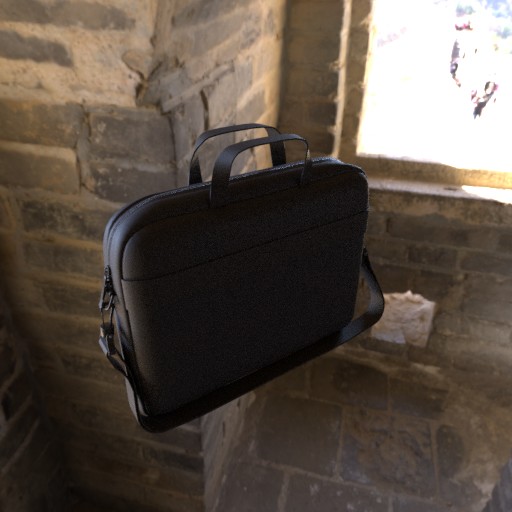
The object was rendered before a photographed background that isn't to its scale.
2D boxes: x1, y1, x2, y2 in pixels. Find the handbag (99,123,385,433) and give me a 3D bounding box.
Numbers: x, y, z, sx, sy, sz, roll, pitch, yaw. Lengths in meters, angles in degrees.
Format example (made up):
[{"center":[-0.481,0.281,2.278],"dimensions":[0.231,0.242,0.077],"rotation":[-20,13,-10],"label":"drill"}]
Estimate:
[{"center":[0.000,0.000,0.584],"dimensions":[0.429,0.330,0.126],"rotation":[-18,35,-29],"label":"handbag"}]
